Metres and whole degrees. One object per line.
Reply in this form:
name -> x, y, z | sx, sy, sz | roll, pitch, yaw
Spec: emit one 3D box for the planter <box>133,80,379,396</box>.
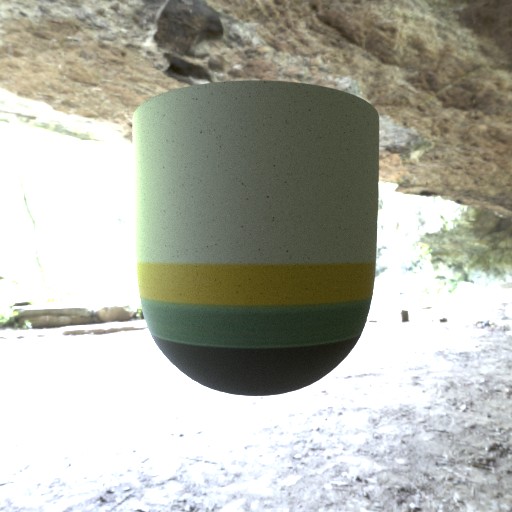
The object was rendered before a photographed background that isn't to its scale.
planter -> 0.000, 0.000, 0.364 | 0.195, 0.214, 0.195 | 0, 0, 0
